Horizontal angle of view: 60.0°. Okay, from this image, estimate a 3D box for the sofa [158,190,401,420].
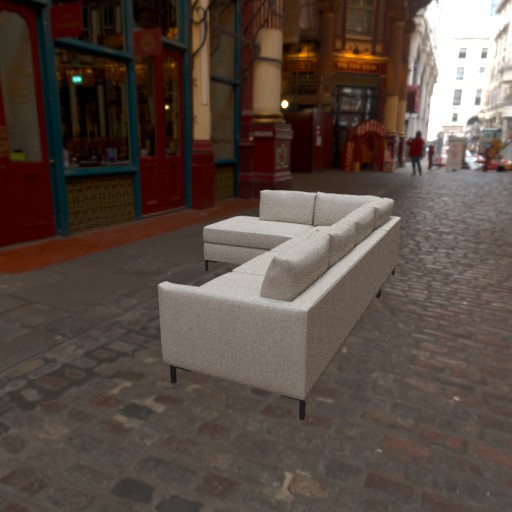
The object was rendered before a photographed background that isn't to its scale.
[{"bbox_3d":[0.000,0.000,3.144,1.617,0.703,2.423,7,16,25],"label":"sofa"}]
